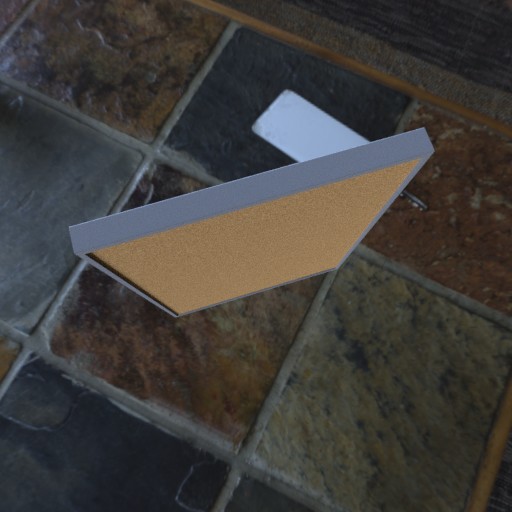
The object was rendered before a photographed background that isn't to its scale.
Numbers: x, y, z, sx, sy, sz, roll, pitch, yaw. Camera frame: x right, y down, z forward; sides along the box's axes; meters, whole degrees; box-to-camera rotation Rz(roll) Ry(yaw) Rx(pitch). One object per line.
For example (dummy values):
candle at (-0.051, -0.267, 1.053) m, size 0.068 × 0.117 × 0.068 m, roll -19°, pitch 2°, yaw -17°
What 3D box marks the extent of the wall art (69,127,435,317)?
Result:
wall art at (0.000, 0.000, 0.970) m, size 0.511 × 0.753 × 0.039 m, roll -16°, pitch 76°, yaw -4°
